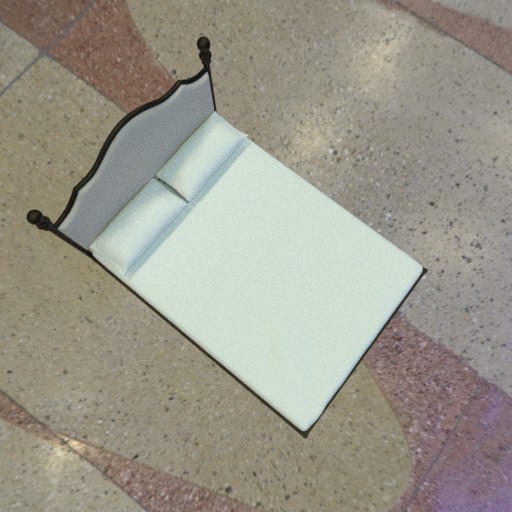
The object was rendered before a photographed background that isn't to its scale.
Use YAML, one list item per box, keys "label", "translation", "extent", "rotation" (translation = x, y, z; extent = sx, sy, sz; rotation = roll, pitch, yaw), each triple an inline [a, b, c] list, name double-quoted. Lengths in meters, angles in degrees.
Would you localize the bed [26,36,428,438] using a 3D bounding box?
- label: "bed"
  translation: [0.000, 0.000, 3.299]
  extent: [2.224, 1.499, 1.642]
  rotation: [38, 79, 9]
